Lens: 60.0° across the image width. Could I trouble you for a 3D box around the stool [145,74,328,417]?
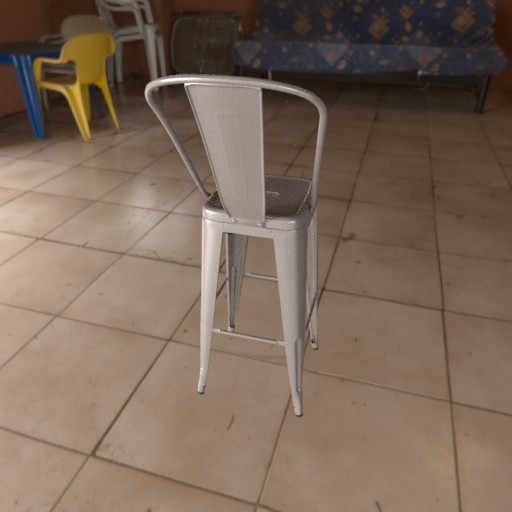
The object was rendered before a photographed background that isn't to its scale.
[{"bbox_3d":[0.000,0.000,1.329,0.399,1.096,0.513,8,32,14],"label":"stool"}]
